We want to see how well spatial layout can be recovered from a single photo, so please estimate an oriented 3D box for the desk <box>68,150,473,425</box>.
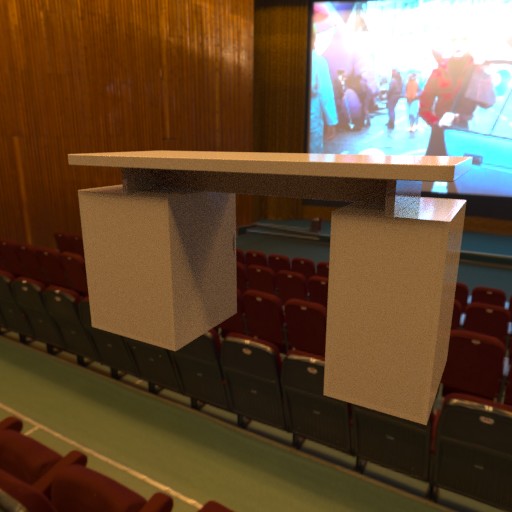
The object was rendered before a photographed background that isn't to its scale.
[{"bbox_3d":[0.000,0.000,1.720,1.400,0.762,0.550,8,17,28],"label":"desk"}]
